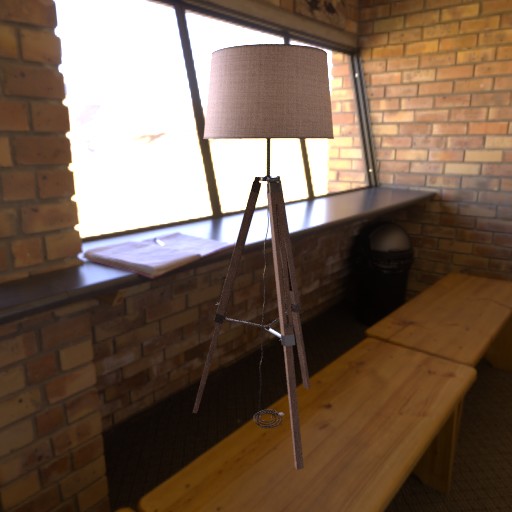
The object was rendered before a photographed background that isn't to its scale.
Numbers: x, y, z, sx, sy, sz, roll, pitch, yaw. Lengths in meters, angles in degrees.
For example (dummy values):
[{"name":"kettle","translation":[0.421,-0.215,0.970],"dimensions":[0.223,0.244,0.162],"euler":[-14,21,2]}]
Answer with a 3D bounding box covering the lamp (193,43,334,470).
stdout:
[{"name":"lamp","translation":[0.000,0.000,1.809],"dimensions":[0.587,1.510,0.604],"euler":[2,15,8]}]
